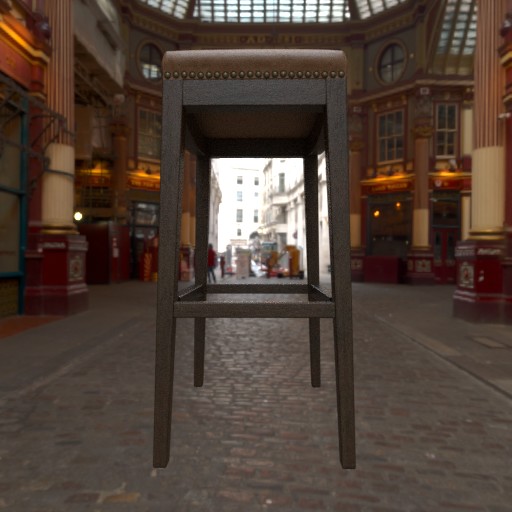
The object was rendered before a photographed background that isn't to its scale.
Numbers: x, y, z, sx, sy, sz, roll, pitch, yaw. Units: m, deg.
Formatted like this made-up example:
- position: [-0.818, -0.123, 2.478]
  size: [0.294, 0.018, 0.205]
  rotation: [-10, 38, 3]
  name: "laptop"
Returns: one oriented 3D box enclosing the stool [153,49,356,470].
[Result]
- position: [0.000, 0.000, 1.032]
  size: [0.361, 0.759, 0.500]
  rotation: [0, 1, 1]
  name: "stool"
